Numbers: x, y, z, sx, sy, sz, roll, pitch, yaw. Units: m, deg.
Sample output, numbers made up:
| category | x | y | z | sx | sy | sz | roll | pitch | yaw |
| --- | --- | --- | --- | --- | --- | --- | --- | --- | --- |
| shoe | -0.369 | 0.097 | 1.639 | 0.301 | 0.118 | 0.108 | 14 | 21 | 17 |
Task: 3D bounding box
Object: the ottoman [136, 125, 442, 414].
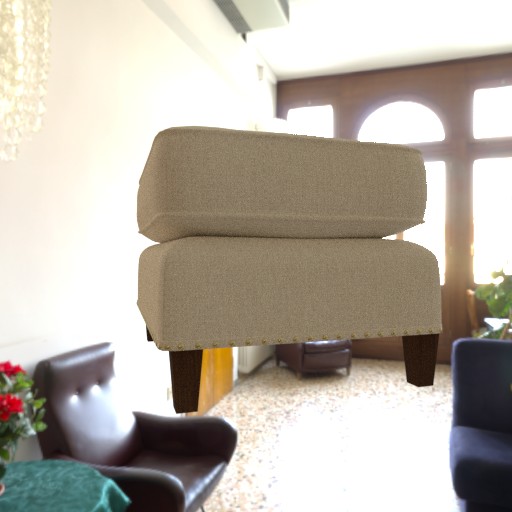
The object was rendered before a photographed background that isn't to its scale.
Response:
| category | x | y | z | sx | sy | sz | roll | pitch | yaw |
| --- | --- | --- | --- | --- | --- | --- | --- | --- | --- |
| ottoman | 0.000 | 0.000 | 1.163 | 0.589 | 0.537 | 0.738 | 0 | 0 | -18 |
